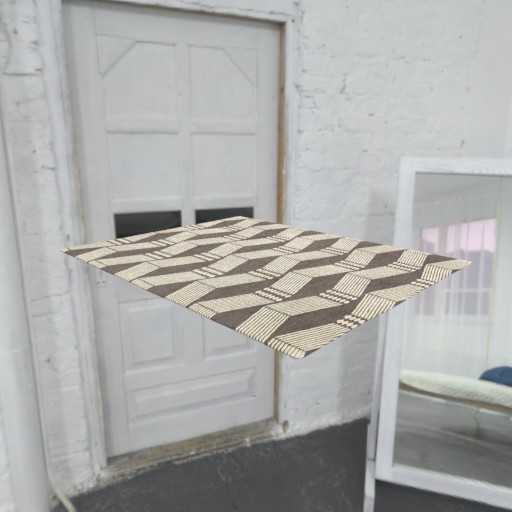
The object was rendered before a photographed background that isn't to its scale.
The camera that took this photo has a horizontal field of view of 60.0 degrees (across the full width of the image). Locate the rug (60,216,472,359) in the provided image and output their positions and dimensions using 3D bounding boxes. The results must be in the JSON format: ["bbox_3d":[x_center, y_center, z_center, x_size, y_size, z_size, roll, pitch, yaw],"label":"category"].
[{"bbox_3d":[0.000,0.000,4.158,3.048,0.016,2.438,15,22,43],"label":"rug"}]
